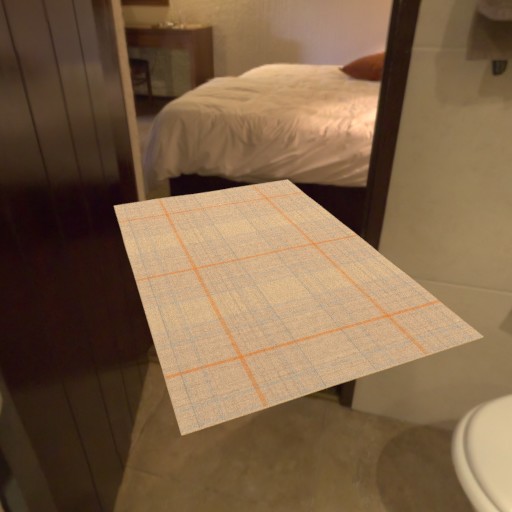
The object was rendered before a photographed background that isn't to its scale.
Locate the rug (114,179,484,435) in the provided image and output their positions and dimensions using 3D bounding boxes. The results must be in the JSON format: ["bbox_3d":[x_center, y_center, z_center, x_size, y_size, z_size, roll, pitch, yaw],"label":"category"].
[{"bbox_3d":[0.000,0.000,2.296,1.232,0.015,1.825,-12,33,-18],"label":"rug"}]
